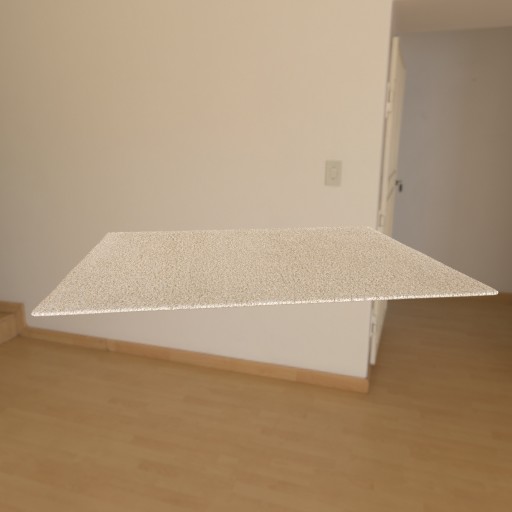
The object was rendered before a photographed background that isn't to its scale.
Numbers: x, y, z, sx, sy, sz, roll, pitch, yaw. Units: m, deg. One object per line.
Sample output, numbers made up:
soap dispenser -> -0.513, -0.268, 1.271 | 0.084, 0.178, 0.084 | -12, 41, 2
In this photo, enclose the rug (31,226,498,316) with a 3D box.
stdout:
rug -> 0.000, 0.000, 4.006 | 3.047, 0.029, 2.438 | -2, 15, -7
